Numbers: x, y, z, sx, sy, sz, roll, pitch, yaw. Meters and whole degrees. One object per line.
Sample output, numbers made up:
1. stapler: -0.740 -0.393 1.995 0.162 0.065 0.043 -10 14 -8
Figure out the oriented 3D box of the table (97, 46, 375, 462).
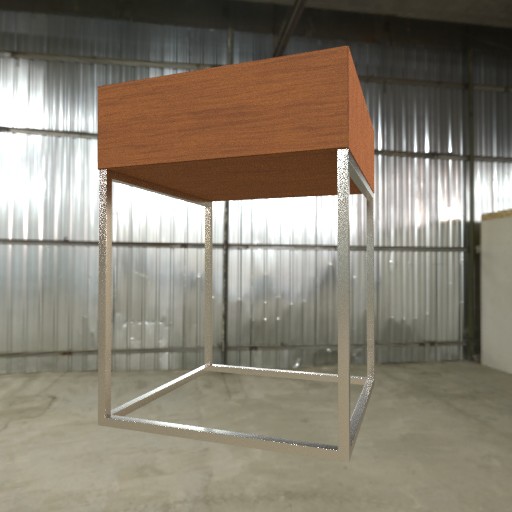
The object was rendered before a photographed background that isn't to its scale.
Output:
1. table: 0.000 0.000 0.826 0.397 0.540 0.398 0 -1 20
